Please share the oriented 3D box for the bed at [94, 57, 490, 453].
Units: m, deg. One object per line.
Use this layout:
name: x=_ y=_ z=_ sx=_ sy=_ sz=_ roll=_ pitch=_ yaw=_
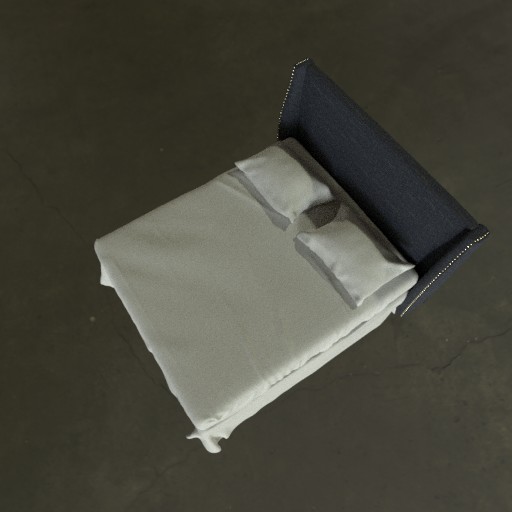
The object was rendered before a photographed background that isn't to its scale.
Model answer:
bed: x=0.000 y=0.000 z=3.396 sx=2.276 sy=1.332 sz=1.925 roll=-31 pitch=68 yaw=-14
